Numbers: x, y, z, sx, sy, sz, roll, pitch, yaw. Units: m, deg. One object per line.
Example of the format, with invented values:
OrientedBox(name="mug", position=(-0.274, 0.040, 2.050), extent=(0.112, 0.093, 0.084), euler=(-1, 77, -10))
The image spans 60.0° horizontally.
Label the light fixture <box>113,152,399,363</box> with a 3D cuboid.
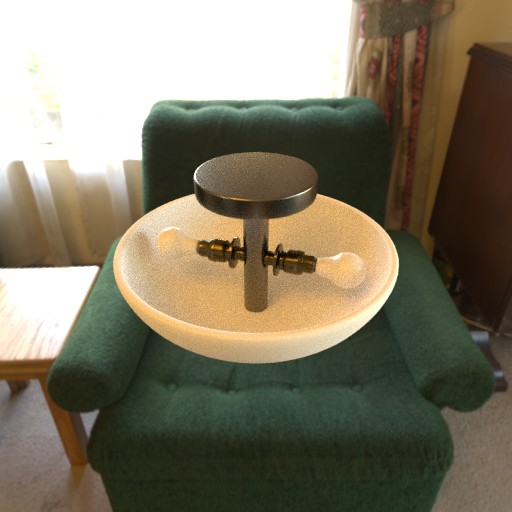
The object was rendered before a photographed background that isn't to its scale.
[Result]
OrientedBox(name="light fixture", position=(0.000, 0.000, 0.539), extent=(0.330, 0.214, 0.330), euler=(0, 33, 0))
